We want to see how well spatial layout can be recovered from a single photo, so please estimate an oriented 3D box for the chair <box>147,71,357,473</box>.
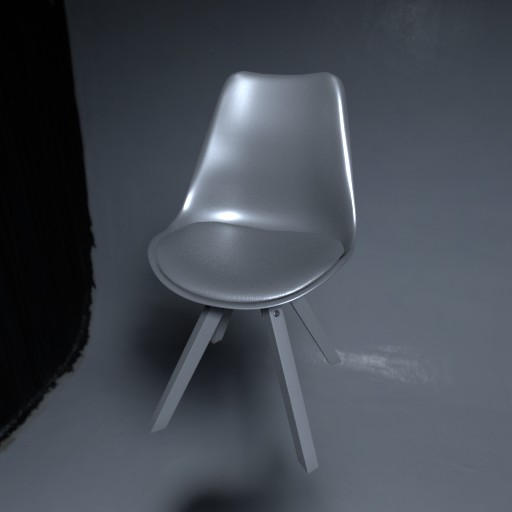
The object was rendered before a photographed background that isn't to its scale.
[{"bbox_3d":[0.000,0.000,1.129,0.485,0.850,0.530,7,26,15],"label":"chair"}]
